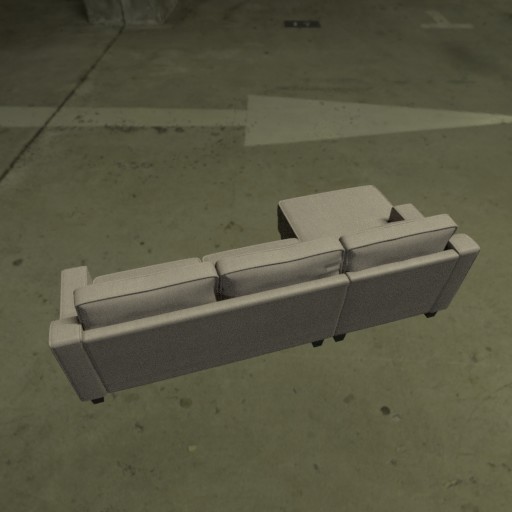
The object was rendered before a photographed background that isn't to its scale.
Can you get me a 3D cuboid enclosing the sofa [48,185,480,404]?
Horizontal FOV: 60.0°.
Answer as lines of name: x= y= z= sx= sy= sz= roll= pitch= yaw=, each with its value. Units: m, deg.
sofa: x=0.000 y=0.000 z=3.130 sx=2.561 sy=0.928 sz=1.294 roll=-12 pitch=43 yaw=-13
